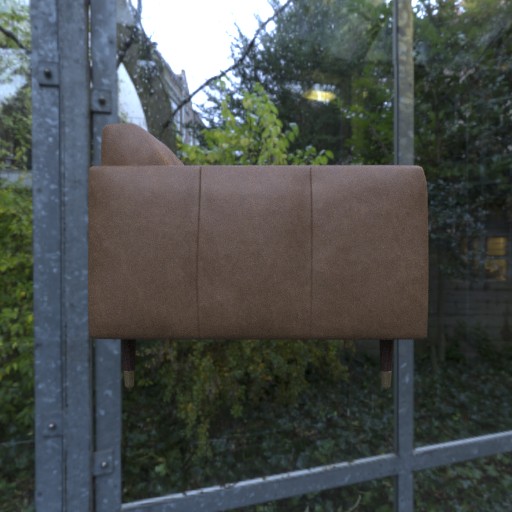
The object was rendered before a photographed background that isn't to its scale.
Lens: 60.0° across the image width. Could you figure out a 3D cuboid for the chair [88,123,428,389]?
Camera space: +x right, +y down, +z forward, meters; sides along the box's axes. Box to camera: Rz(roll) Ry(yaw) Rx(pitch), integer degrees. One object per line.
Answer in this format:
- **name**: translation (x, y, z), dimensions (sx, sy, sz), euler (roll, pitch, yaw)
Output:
- **chair**: translation (0.000, 0.000, 1.686), dimensions (0.998, 0.819, 0.953), euler (0, 0, 0)
